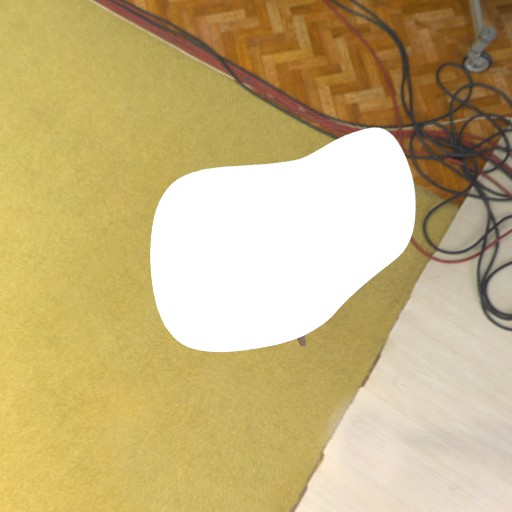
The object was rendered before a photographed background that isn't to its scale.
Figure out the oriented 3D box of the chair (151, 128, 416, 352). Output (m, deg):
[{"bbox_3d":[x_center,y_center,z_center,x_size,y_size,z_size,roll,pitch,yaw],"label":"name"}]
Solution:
[{"bbox_3d":[0.000,0.000,1.141,0.533,0.826,0.470,-5,76,-1],"label":"chair"}]
